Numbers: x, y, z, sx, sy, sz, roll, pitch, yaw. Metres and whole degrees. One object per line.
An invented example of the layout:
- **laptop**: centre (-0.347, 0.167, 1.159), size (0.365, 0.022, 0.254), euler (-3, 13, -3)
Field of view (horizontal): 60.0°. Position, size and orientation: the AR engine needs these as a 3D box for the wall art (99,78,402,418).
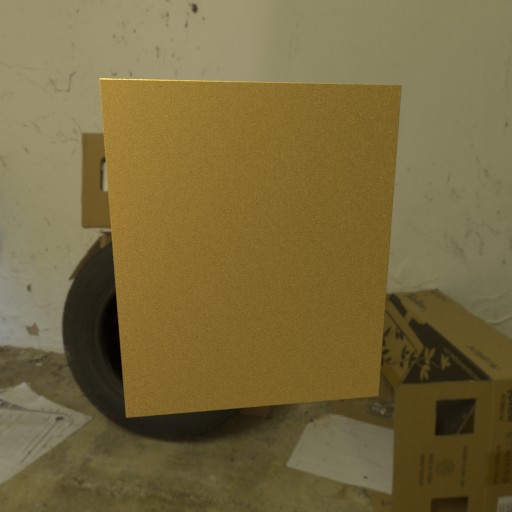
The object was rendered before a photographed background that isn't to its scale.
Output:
- **wall art**: centre (0.000, 0.000, 0.878), size (0.537, 0.642, 0.048), euler (-2, 14, -8)
